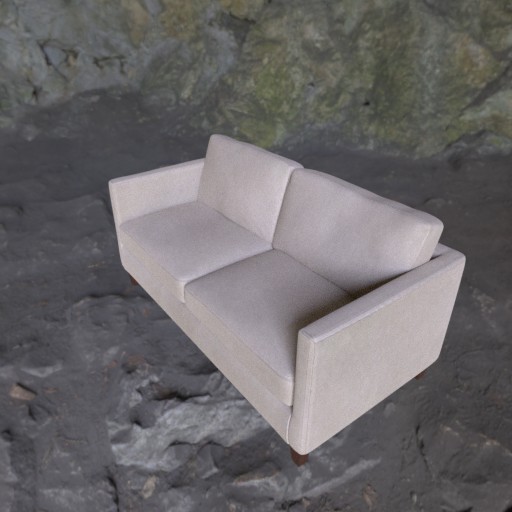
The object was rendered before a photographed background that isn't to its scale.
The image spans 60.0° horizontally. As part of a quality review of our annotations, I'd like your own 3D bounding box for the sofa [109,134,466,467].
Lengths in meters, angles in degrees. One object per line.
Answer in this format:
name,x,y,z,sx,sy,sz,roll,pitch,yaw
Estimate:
sofa,0.000,0.000,2.434,0.950,0.940,1.846,-21,37,-31
